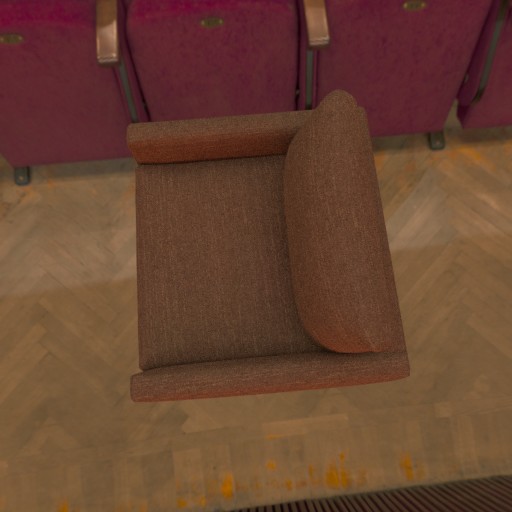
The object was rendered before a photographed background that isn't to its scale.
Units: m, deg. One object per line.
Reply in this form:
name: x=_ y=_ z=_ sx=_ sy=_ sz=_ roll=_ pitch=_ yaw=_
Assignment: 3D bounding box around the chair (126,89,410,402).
chair: x=0.000 y=0.000 z=1.584 sx=0.845 sy=0.841 sz=0.940 roll=-5 pitch=75 yaw=-1
